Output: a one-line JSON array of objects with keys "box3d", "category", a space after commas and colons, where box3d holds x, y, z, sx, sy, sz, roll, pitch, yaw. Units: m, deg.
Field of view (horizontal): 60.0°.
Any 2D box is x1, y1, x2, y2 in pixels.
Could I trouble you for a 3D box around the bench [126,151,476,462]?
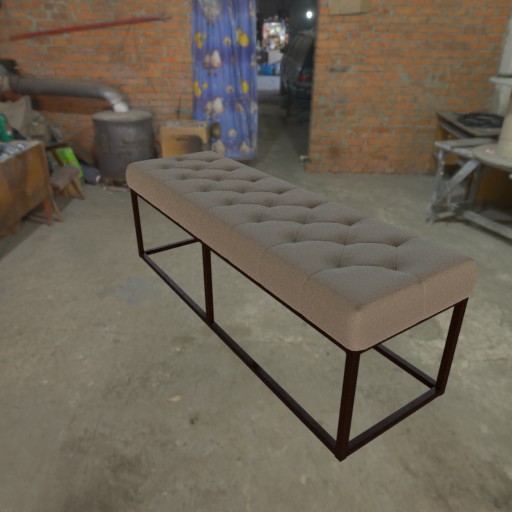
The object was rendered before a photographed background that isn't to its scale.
[{"box3d": [0.000, 0.000, 1.715, 0.479, 0.488, 1.488, -17, 31, -30], "category": "bench"}]
